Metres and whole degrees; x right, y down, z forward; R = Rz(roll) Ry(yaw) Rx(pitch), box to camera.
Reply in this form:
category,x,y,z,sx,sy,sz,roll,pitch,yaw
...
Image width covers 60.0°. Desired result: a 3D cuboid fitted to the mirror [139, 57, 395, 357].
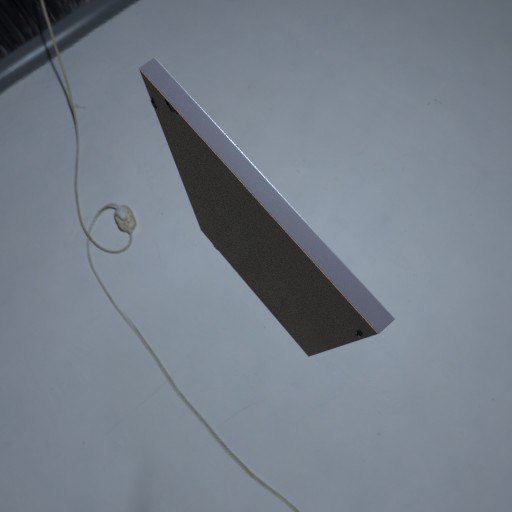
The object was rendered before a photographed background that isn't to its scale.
category,x,y,z,sx,sy,sz,roll,pitch,yaw
mirror,0.000,0.000,1.170,0.040,0.915,0.609,-39,78,-10
